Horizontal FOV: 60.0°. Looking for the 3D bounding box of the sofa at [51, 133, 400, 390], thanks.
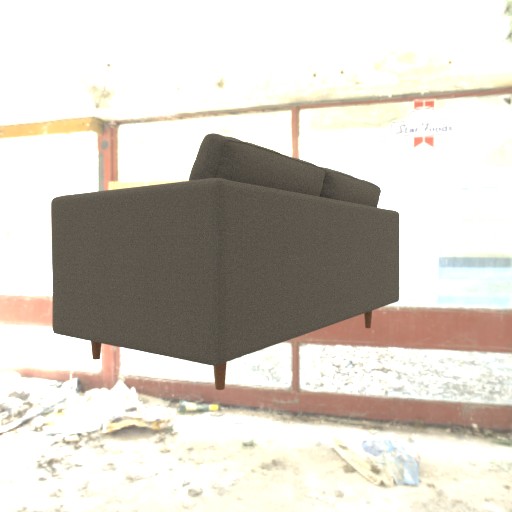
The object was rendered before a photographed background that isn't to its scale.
[{"bbox_3d":[0.000,0.000,2.235,0.940,0.866,1.713,1,1,35],"label":"sofa"}]
